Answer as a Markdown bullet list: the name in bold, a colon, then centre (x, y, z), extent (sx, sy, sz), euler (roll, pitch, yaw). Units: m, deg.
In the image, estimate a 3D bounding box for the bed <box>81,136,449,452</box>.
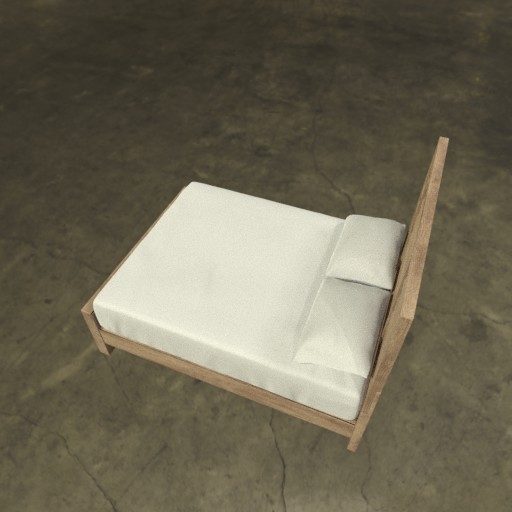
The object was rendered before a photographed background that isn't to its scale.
- **bed**: centre (0.000, 0.000, 3.384), extent (2.197, 1.626, 1.626), euler (16, 49, 15)
